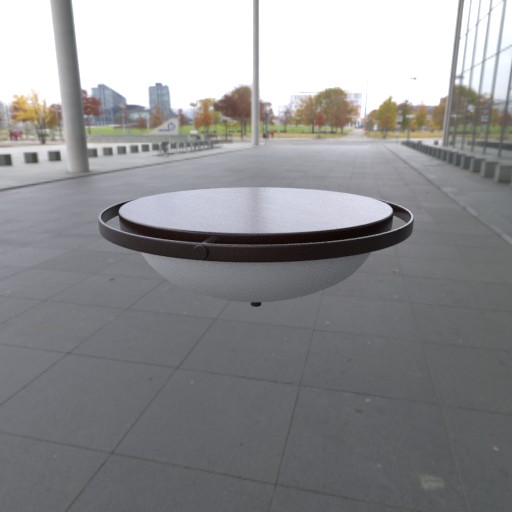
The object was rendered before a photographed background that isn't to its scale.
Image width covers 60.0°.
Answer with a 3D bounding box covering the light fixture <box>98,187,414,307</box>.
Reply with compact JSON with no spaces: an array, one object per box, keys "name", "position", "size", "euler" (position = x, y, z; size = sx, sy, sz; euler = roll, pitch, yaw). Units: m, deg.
[{"name":"light fixture","position":[0.000,0.000,0.551],"size":[0.361,0.130,0.361],"euler":[0,16,0]}]
